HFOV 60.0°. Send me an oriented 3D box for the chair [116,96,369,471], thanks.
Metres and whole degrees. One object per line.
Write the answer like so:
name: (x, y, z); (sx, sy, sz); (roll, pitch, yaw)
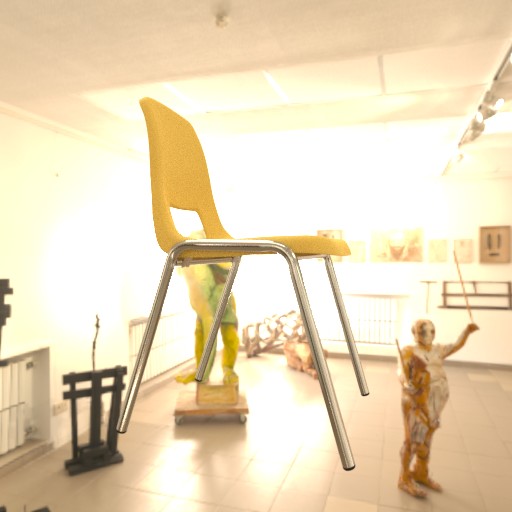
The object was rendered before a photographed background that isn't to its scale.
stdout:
chair: (0.000, 0.000, 0.914); (0.436, 0.653, 0.381); (0, 1, 18)
